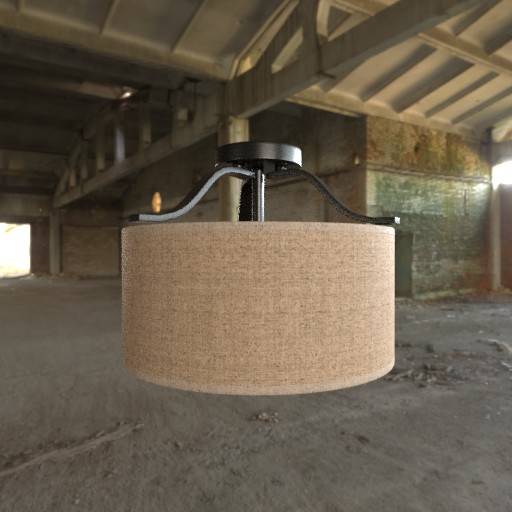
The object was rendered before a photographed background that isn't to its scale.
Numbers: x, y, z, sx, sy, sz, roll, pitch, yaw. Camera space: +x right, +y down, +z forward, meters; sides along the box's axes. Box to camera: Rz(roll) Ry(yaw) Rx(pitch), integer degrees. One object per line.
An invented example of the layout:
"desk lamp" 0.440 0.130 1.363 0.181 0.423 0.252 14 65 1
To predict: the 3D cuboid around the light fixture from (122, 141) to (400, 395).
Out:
"light fixture" 0.000 0.000 0.648 0.390 0.306 0.390 0 0 0
